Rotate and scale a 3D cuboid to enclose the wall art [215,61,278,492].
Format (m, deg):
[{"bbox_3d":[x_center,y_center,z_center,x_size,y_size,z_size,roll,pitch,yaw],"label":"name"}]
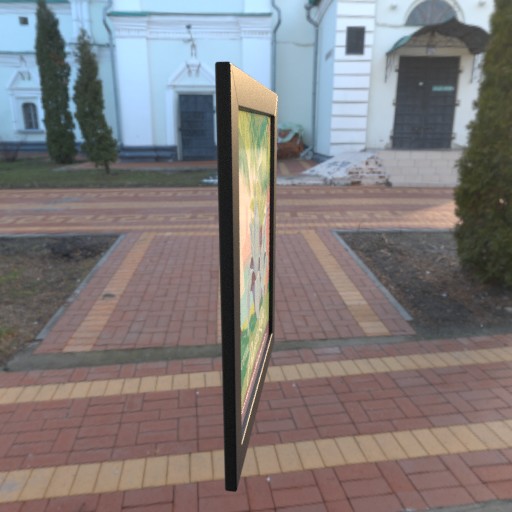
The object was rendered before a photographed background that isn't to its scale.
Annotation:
[{"bbox_3d":[0.000,0.000,0.797,0.018,0.582,0.481,2,16,9],"label":"wall art"}]
